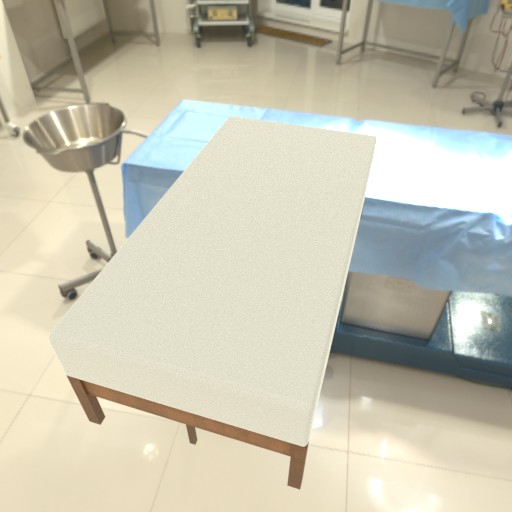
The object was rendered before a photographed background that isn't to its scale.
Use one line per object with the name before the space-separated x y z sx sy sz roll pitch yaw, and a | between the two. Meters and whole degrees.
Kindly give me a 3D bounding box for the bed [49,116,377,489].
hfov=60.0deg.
bed | 0.000 0.000 2.325 0.961 0.616 1.902 12 43 13
